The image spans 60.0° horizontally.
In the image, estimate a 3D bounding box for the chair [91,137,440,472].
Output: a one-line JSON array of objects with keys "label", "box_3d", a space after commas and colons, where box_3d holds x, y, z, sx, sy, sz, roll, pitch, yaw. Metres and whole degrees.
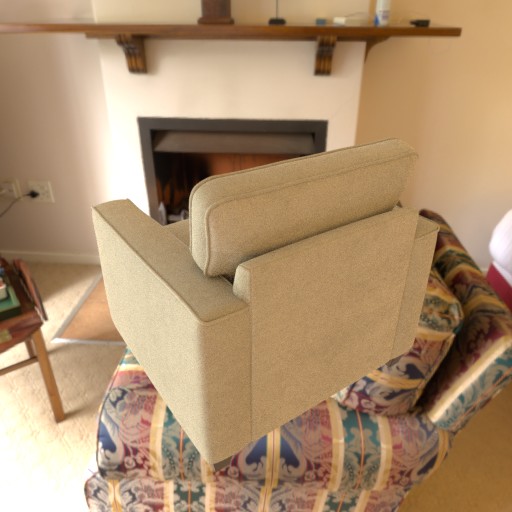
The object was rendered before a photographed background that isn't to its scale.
[{"label": "chair", "box_3d": [0.000, 0.000, 1.761, 1.015, 0.965, 0.939, -19, 34, -30]}]
